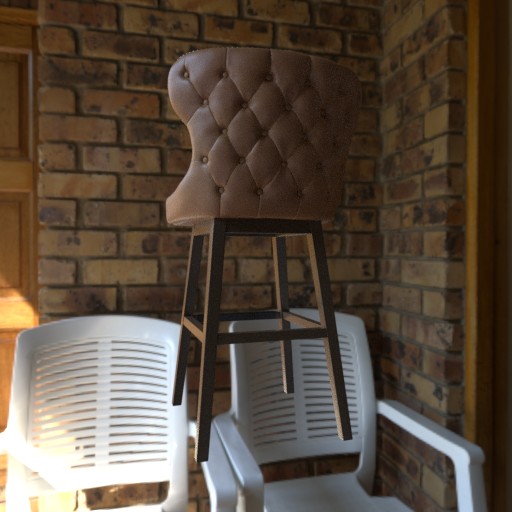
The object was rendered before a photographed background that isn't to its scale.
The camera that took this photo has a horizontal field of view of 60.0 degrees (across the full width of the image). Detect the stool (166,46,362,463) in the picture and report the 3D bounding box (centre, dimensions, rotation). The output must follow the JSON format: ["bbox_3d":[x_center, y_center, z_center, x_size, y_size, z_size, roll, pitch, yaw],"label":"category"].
[{"bbox_3d":[0.000,0.000,1.430,0.591,1.087,0.606,0,1,-18],"label":"stool"}]
